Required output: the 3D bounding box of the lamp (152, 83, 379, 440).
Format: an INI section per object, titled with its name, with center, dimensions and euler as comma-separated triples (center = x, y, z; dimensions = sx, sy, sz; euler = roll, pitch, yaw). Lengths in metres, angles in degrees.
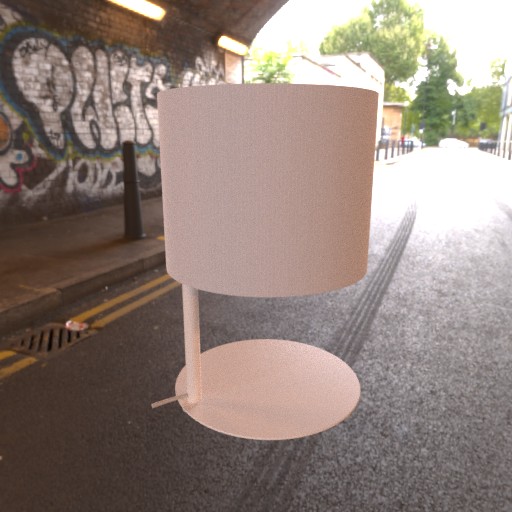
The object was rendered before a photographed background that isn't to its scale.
[lamp]
center = 0.000, 0.000, 0.664
dimensions = 0.341, 0.454, 0.299
euler = -8, 17, -26
